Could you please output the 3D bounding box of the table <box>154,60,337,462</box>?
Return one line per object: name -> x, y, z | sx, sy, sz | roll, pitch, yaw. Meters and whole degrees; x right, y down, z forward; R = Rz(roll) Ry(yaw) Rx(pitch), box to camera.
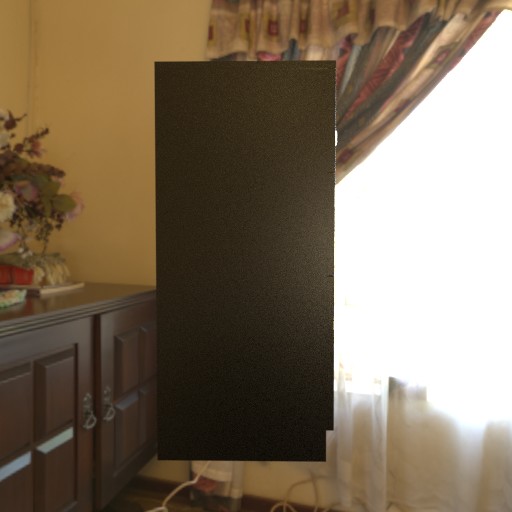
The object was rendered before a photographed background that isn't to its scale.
table -> 0.000, 0.000, 1.338 | 0.380, 0.790, 0.930 | 0, 2, 1
